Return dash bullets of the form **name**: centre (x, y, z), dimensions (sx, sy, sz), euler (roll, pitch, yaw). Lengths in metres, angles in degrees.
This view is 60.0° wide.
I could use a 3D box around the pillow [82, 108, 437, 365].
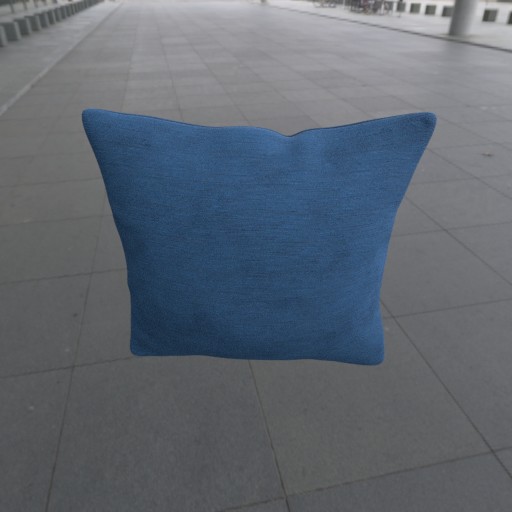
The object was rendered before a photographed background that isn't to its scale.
- **pillow**: centre (0.000, 0.000, 0.651), dimensions (0.437, 0.420, 0.177), euler (2, 32, 3)
